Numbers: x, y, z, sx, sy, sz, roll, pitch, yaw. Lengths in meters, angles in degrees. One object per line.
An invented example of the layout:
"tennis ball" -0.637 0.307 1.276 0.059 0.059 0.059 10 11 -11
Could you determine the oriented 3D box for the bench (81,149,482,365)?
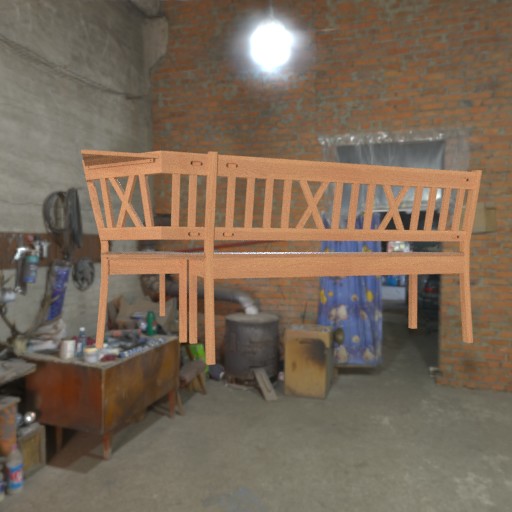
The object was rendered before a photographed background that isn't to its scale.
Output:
"bench" 0.000 0.000 2.709 1.937 0.902 1.537 0 1 -18
